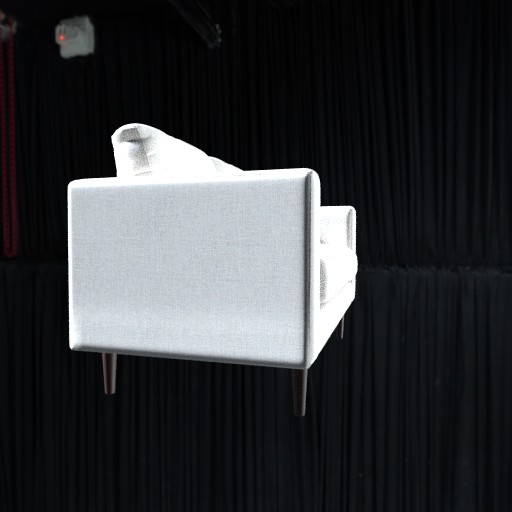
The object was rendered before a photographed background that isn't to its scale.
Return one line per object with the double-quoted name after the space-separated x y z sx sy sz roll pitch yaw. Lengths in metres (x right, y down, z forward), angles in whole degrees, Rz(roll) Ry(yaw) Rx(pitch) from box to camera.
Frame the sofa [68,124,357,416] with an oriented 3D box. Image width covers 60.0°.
0.000 0.000 1.928 0.796 0.908 1.430 1 2 17 "sofa"
